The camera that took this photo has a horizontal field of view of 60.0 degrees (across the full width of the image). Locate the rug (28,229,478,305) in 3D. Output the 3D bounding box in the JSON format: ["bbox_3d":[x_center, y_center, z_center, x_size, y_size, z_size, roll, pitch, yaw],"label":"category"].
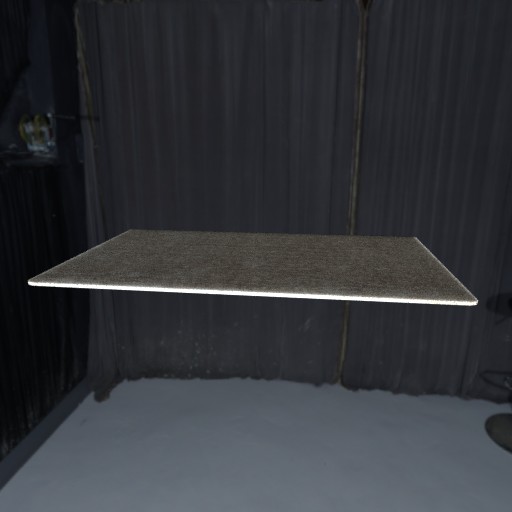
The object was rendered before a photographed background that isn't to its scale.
[{"bbox_3d":[0.000,0.000,3.104,2.469,0.024,1.539,2,15,7],"label":"rug"}]
